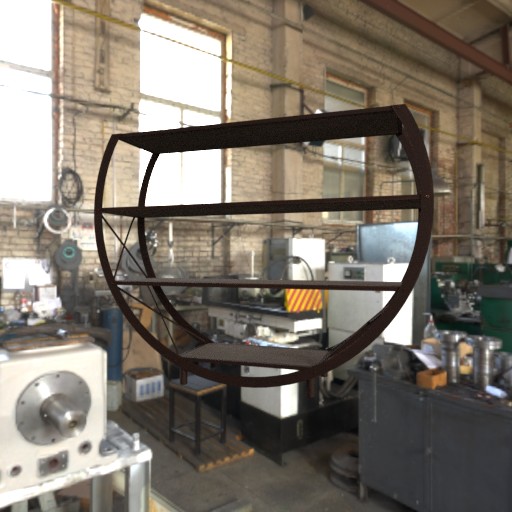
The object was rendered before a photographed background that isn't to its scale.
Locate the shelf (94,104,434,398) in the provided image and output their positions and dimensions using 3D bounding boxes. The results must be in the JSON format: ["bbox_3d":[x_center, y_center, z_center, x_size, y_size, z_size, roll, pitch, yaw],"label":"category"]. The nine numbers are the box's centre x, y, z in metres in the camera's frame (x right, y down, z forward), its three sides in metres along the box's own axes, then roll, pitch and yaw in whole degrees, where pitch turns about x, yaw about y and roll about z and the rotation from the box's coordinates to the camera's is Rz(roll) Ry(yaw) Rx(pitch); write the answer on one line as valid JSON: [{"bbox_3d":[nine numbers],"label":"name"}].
[{"bbox_3d":[0.000,0.000,1.902,1.403,1.063,0.344,0,0,18],"label":"shelf"}]
